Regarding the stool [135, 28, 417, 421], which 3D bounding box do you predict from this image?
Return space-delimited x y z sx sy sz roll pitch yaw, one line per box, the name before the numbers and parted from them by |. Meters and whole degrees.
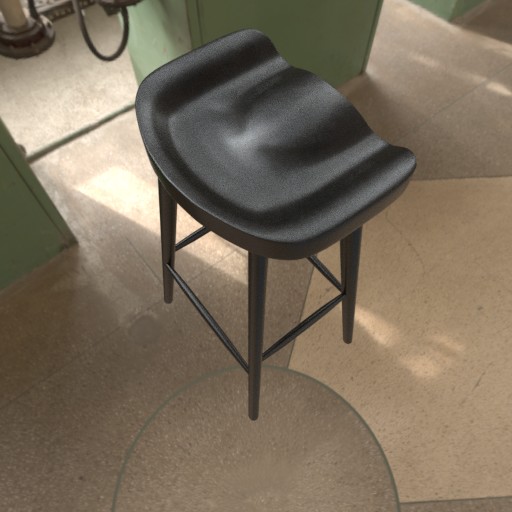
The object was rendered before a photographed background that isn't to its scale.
stool | 0.000 0.000 0.960 0.361 0.749 0.440 -34 66 -18
